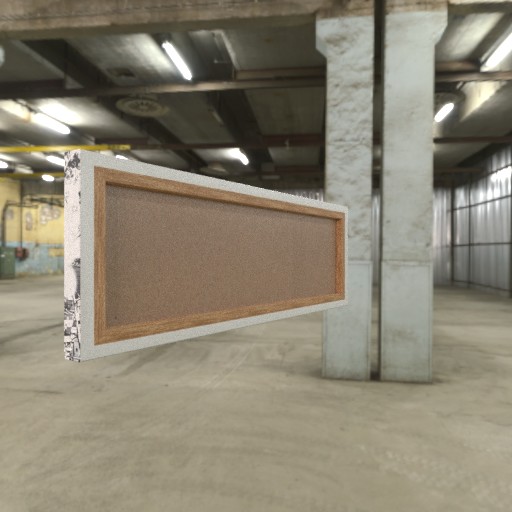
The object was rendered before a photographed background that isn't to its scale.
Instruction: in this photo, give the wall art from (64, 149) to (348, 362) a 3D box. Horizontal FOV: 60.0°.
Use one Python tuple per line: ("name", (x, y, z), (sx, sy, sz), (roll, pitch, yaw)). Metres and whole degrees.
("wall art", (0.000, 0.000, 0.851), (0.036, 0.256, 0.766), (0, 0, 36))
